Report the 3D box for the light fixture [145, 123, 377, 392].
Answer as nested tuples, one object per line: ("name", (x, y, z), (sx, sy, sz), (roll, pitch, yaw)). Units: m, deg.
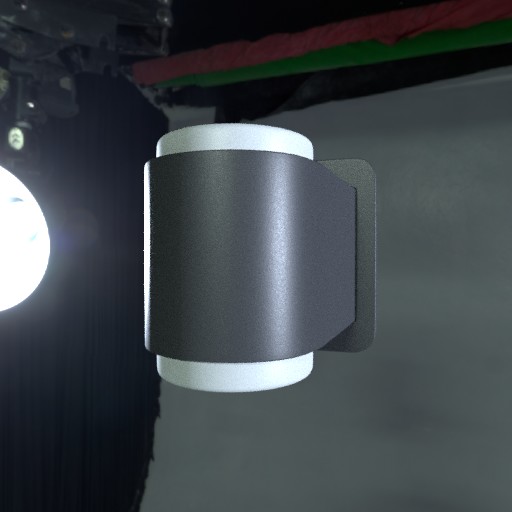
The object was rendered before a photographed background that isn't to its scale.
("light fixture", (0.000, 0.000, 0.217), (0.109, 0.109, 0.132), (0, 0, 18))
